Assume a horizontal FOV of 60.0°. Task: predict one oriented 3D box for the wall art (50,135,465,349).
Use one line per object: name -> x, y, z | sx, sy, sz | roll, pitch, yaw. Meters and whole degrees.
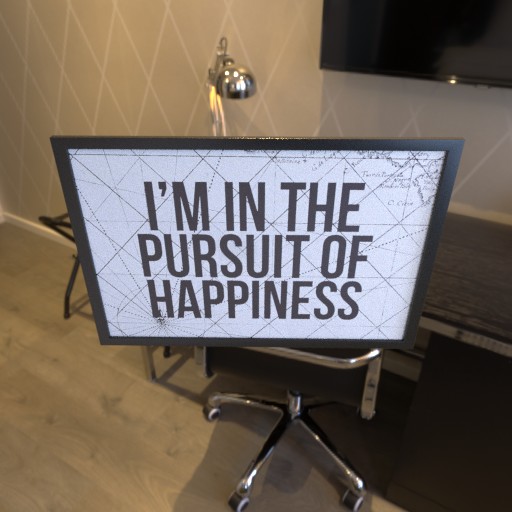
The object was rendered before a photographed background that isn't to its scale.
wall art -> 0.000, 0.000, 1.023 | 0.819, 0.552, 0.015 | 1, 32, 1
